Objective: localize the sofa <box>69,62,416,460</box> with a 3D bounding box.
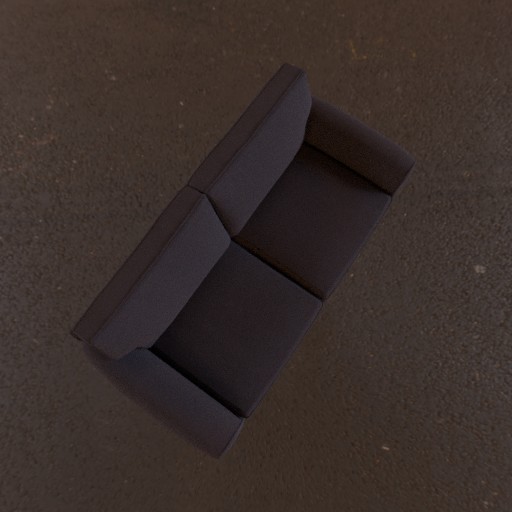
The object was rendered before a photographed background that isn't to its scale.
[{"bbox_3d":[0.000,0.000,2.526,0.951,1.031,2.009,34,78,8],"label":"sofa"}]
